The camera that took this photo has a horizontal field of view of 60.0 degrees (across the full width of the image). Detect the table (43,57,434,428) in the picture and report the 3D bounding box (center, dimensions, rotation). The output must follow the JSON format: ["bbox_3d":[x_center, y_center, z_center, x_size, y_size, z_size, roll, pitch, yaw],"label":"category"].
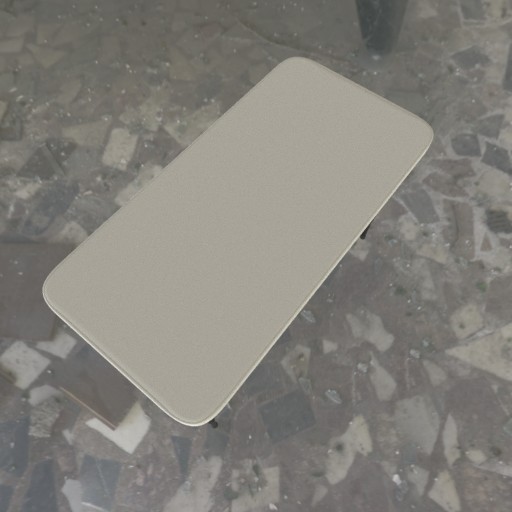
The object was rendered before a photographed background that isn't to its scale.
[{"bbox_3d":[0.000,0.000,1.668,0.610,0.737,1.219,35,69,16],"label":"table"}]
